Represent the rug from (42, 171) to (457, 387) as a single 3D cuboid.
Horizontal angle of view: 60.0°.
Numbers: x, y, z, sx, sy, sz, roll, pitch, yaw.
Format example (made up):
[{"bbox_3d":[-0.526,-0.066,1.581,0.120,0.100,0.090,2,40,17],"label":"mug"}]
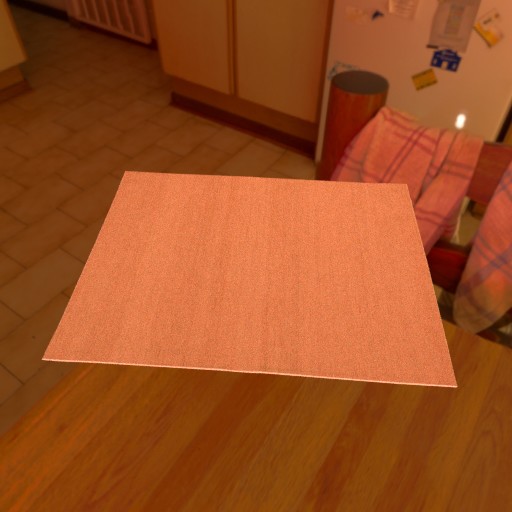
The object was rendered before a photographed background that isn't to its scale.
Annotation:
[{"bbox_3d":[0.000,0.000,4.194,3.202,0.045,2.434,3,47,3],"label":"rug"}]
